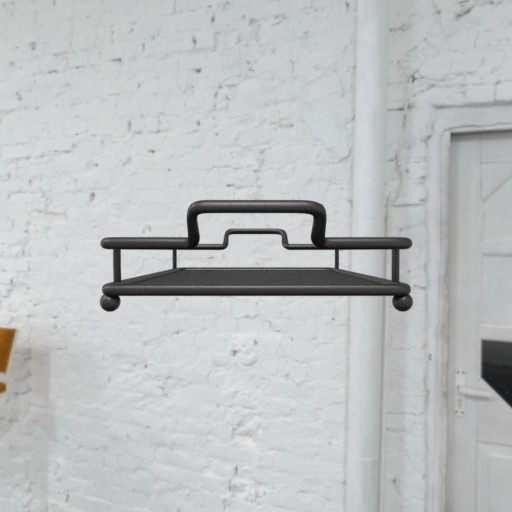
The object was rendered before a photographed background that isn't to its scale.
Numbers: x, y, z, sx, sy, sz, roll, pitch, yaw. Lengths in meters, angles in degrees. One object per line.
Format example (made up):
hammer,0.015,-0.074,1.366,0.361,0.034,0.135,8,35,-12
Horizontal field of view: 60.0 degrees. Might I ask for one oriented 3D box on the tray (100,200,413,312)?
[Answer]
tray,0.000,0.000,0.618,0.297,0.101,0.495,0,1,0
